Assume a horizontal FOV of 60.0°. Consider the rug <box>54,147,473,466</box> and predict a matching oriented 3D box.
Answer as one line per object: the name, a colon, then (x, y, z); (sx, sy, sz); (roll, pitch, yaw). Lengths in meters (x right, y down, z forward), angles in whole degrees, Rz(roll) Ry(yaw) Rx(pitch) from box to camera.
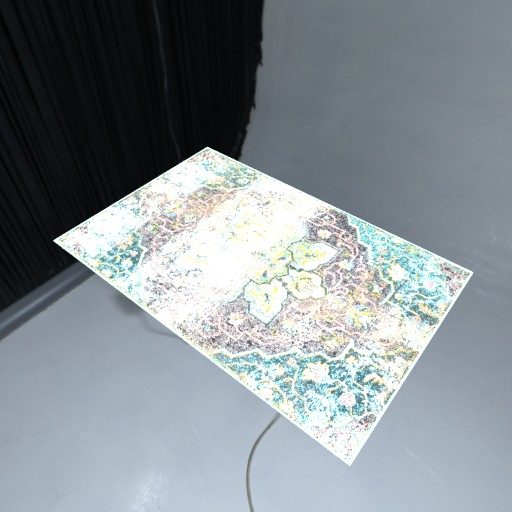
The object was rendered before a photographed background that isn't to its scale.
rug: (0.000, 0.000, 2.932); (2.363, 0.004, 1.566); (31, 53, 27)
